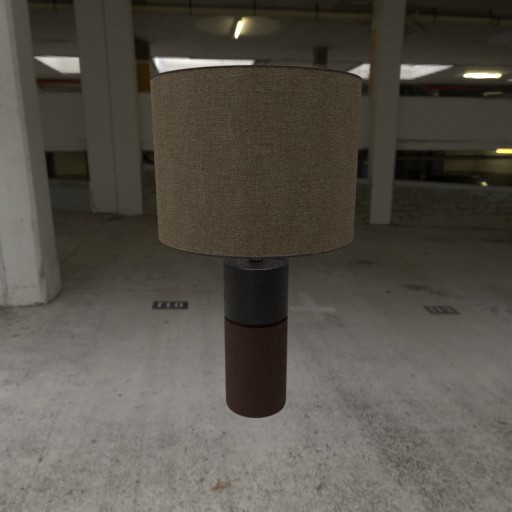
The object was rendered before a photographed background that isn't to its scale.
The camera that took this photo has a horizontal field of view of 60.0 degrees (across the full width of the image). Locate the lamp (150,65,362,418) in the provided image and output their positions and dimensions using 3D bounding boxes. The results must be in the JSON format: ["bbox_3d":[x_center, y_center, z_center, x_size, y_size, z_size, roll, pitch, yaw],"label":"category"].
[{"bbox_3d":[0.000,0.000,0.475,0.202,0.350,0.202,0,14,0],"label":"lamp"}]
